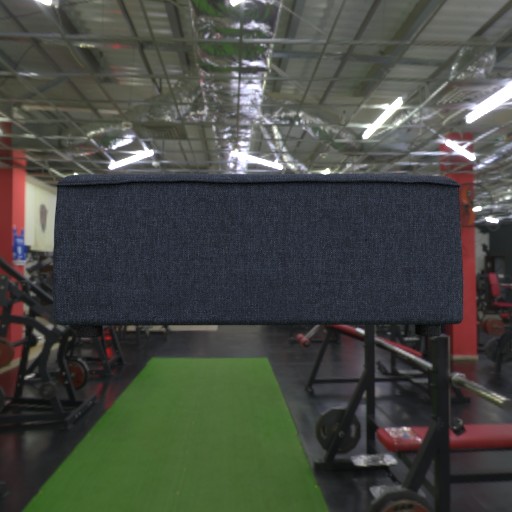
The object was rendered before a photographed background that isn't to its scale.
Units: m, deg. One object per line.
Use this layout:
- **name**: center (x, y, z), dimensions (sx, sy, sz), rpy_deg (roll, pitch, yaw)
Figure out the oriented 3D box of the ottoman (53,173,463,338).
- **ottoman**: center (0.000, 0.000, 1.567), dimensions (1.017, 0.423, 1.023), rpy_deg (0, -1, -1)
